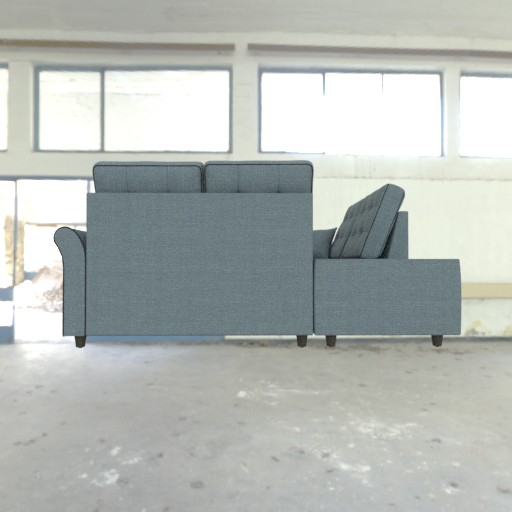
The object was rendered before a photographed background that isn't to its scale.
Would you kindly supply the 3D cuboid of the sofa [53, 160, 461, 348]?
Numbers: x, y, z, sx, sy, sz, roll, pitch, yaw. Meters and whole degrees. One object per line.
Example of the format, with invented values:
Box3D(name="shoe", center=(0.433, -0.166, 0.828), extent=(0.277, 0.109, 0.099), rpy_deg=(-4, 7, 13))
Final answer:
Box3D(name="sofa", center=(0.000, 0.000, 3.273), extent=(2.070, 0.988, 2.068), rpy_deg=(0, -1, -1))
